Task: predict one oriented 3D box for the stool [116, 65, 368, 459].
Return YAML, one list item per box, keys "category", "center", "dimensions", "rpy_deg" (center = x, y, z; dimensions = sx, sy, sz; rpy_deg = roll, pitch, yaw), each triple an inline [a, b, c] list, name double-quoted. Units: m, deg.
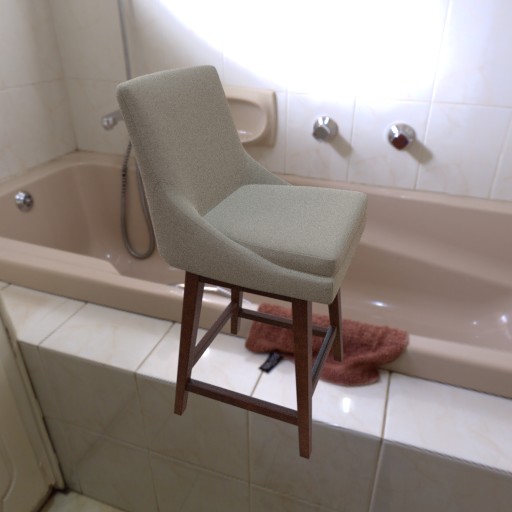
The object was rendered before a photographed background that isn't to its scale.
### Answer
- category: "stool"
  center: [0.000, 0.000, 1.305]
  dimensions: [0.559, 0.991, 0.469]
  rpy_deg: [11, 31, 19]
